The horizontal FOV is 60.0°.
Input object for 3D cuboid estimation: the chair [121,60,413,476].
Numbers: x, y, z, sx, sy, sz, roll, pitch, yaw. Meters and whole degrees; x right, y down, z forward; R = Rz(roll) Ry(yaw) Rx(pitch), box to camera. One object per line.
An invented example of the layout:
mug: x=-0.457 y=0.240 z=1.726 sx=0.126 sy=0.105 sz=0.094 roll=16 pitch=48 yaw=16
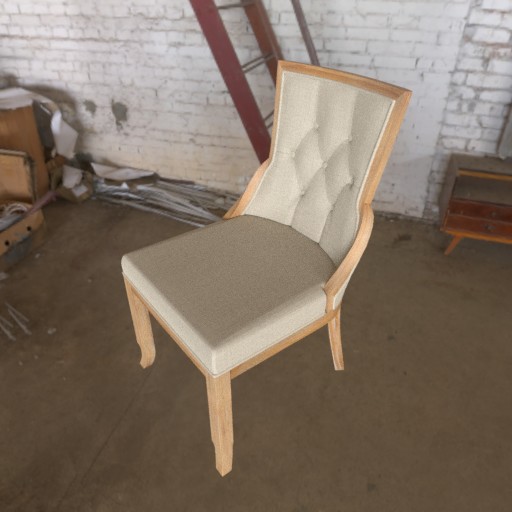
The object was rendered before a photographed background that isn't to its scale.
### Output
chair: x=0.000 y=0.000 z=1.304 sx=0.641 sy=0.947 sz=0.524 roll=-24 pitch=41 yaw=-30
